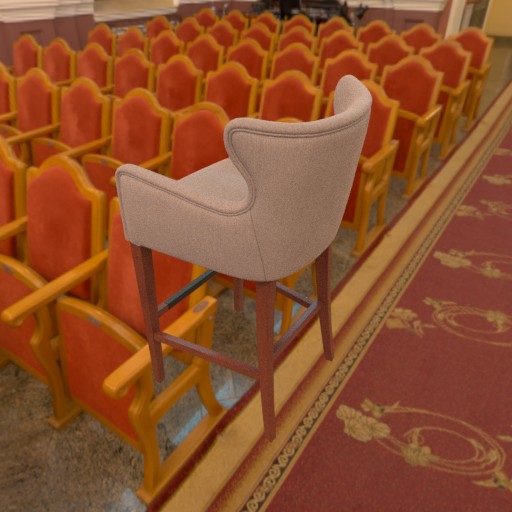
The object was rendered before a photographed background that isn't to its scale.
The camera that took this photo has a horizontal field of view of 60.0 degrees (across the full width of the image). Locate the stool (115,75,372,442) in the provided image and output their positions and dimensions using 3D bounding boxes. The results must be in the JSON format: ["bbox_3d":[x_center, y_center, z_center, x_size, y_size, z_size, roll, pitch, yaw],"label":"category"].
[{"bbox_3d":[0.000,0.000,1.428,0.575,1.047,0.575,21,38,29],"label":"stool"}]
